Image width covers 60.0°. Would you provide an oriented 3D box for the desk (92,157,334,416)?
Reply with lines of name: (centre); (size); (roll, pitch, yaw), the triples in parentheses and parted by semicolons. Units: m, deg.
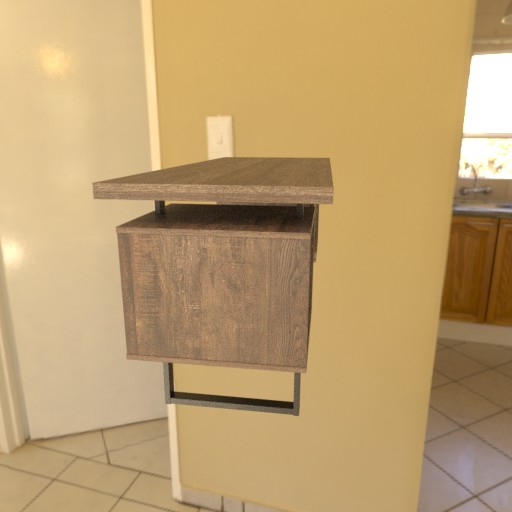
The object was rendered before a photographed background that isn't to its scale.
desk: (0.000, 0.000, 1.898); (0.600, 0.760, 1.524); (2, 15, 8)
